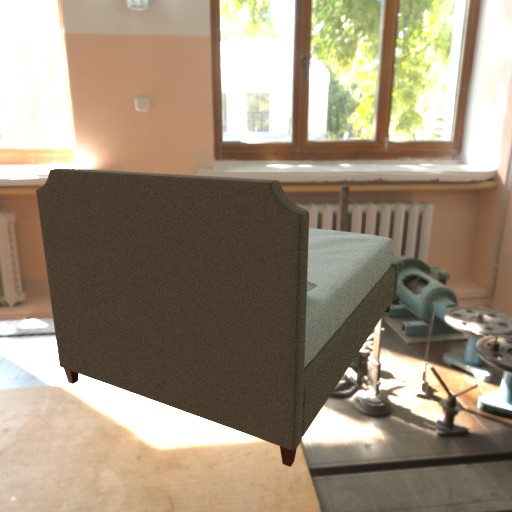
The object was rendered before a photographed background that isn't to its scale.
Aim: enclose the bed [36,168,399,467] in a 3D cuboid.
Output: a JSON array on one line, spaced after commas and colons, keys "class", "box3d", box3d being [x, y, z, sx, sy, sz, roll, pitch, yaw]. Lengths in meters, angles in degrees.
[{"class": "bed", "box3d": [0.000, 0.000, 3.357, 1.703, 1.415, 2.329, 8, 18, 27]}]
